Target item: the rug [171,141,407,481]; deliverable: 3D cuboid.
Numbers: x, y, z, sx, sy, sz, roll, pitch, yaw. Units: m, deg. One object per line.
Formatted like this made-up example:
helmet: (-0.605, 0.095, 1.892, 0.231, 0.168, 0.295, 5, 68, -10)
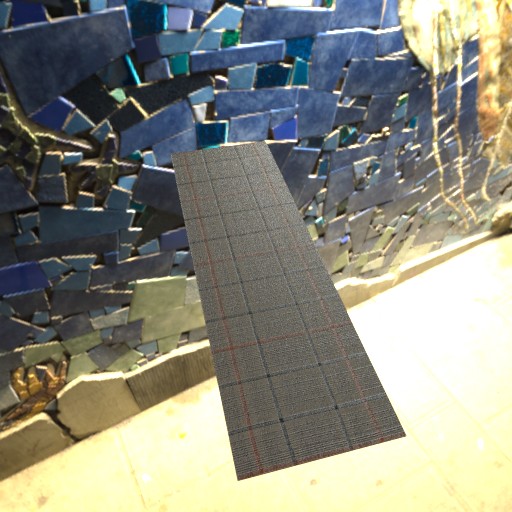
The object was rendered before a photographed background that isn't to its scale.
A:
rug: (0.000, 0.000, 2.700, 0.762, 0.008, 2.439, -10, 47, -10)
